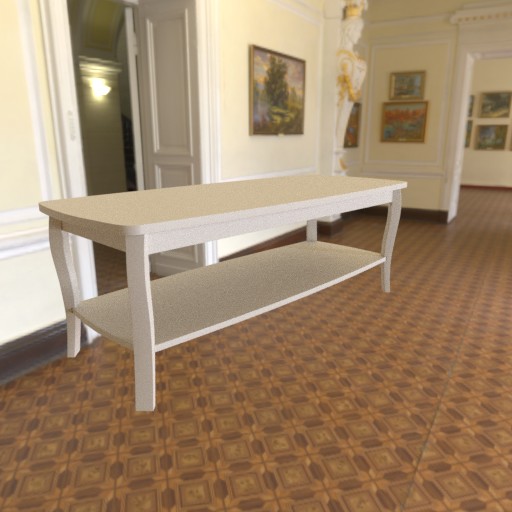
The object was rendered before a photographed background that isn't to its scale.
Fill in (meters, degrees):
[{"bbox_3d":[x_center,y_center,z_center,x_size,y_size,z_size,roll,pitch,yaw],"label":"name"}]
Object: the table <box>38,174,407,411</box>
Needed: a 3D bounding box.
[{"bbox_3d":[0.000,0.000,1.599,0.561,0.474,1.334,14,21,42],"label":"table"}]
